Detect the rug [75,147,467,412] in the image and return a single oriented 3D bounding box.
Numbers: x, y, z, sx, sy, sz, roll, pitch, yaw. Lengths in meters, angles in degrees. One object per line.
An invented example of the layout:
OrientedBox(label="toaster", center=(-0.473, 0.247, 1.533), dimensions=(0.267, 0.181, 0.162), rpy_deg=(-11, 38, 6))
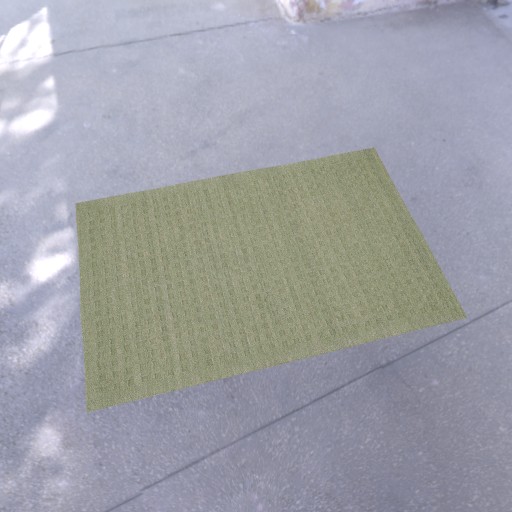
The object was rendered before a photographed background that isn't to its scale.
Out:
OrientedBox(label="rug", center=(0.000, 0.000, 2.244), dimensions=(1.747, 0.006, 1.143), rpy_deg=(-12, 59, -8))
